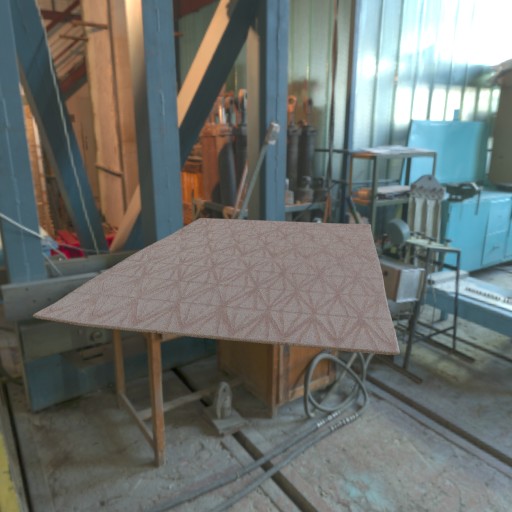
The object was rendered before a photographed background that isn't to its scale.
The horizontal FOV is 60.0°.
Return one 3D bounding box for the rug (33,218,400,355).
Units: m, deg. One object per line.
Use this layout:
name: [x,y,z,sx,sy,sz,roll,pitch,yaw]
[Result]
rug: [0.000,0.000,2.274,1.230,0.025,1.837,3,16,11]
